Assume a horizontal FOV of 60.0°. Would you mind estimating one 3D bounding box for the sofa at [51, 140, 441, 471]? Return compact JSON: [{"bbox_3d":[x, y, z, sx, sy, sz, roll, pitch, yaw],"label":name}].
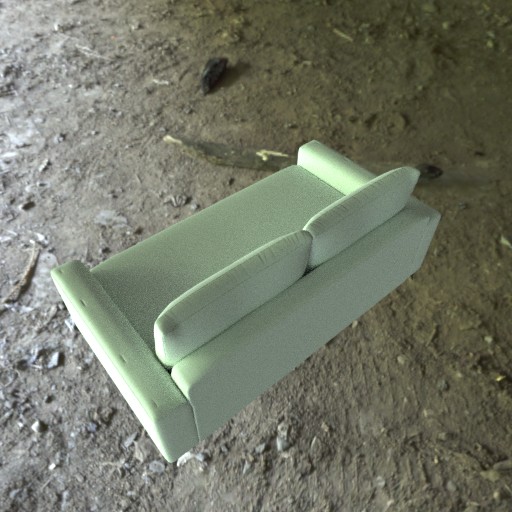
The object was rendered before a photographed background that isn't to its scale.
[{"bbox_3d":[0.000,0.000,2.147,1.650,0.790,0.920,-31,54,-26],"label":"sofa"}]
